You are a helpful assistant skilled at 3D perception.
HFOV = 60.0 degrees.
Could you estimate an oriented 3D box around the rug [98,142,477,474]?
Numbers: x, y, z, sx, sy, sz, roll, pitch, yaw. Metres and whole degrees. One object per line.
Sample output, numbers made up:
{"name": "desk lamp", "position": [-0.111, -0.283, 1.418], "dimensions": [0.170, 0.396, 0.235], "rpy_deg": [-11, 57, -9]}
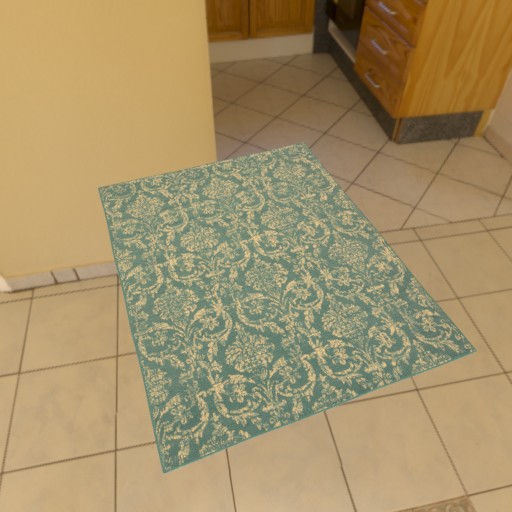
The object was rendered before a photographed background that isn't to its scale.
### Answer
{"name": "rug", "position": [0.000, 0.000, 3.937], "dimensions": [2.363, 0.012, 2.980], "rpy_deg": [-16, 49, -14]}
